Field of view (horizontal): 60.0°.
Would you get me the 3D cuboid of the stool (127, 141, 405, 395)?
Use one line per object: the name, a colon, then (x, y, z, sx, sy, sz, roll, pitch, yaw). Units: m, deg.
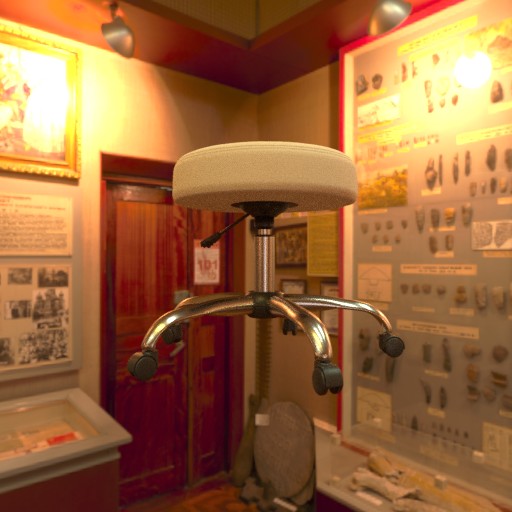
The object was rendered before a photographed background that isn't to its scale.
stool: (0.000, 0.000, 1.039, 0.614, 0.482, 0.634, 0, 0, -38)
